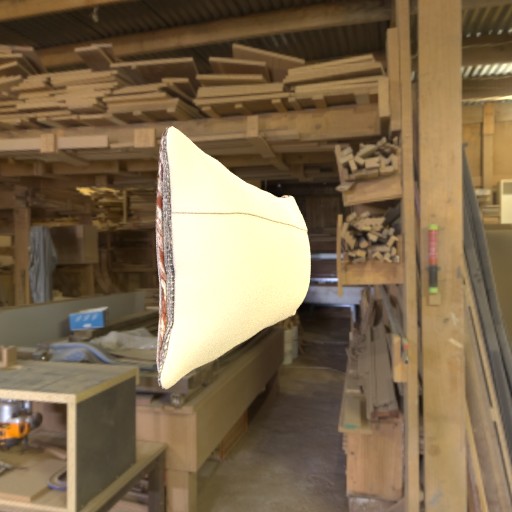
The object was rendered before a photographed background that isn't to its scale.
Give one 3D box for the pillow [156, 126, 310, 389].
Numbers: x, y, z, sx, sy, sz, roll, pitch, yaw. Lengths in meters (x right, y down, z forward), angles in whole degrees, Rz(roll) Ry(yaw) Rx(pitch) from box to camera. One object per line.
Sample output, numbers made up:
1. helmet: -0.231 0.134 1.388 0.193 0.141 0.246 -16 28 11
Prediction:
1. pillow: 0.000 0.000 0.756 0.139 0.282 0.635 0 0 17
